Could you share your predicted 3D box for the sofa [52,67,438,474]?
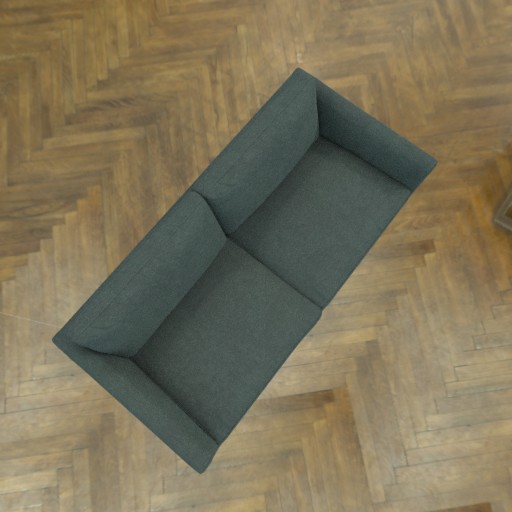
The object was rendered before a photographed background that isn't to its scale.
[{"bbox_3d":[0.000,0.000,2.758,1.092,0.838,2.257,38,78,9],"label":"sofa"}]
